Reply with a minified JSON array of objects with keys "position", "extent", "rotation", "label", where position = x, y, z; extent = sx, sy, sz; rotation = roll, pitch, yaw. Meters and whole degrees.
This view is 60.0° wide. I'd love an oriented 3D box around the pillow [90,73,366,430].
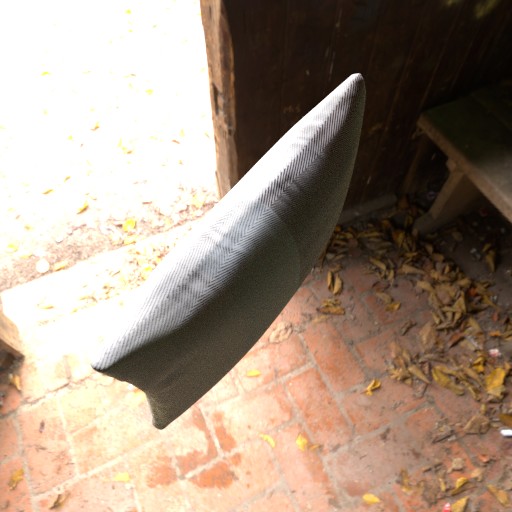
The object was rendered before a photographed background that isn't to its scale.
[{"position":[0.000,0.000,0.629],"extent":[0.139,0.305,0.506],"rotation":[31,64,18],"label":"pillow"}]
